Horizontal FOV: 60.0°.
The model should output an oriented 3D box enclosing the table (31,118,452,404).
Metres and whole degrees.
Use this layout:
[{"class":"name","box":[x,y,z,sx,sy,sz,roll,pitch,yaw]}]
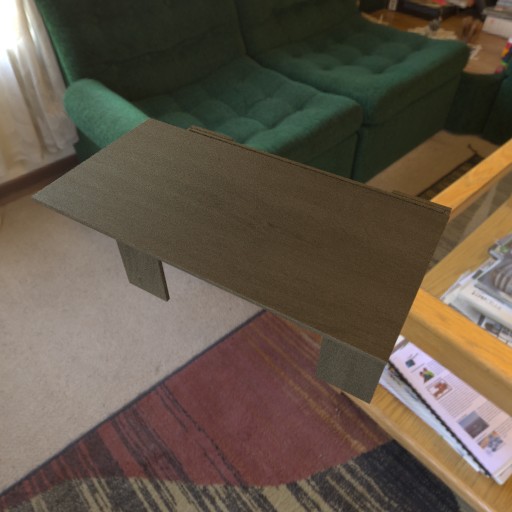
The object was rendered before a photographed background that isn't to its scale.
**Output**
[{"class":"table","box":[0.000,0.000,1.442,1.000,0.570,0.711,23,50,21]}]
